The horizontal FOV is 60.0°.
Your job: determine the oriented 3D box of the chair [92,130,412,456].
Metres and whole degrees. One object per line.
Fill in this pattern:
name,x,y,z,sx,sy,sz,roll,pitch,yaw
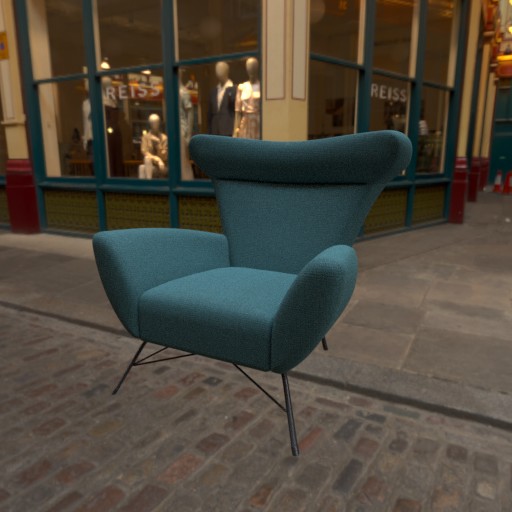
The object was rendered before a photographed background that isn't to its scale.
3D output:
chair,0.000,0.000,1.787,1.050,0.980,0.900,7,15,27
